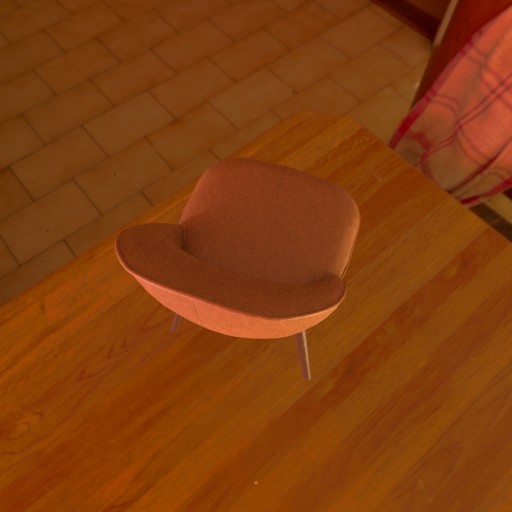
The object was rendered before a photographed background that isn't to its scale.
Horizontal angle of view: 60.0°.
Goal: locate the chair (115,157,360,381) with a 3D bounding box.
[{"bbox_3d":[0.000,0.000,1.250,0.521,0.831,0.631,18,64,9],"label":"chair"}]
